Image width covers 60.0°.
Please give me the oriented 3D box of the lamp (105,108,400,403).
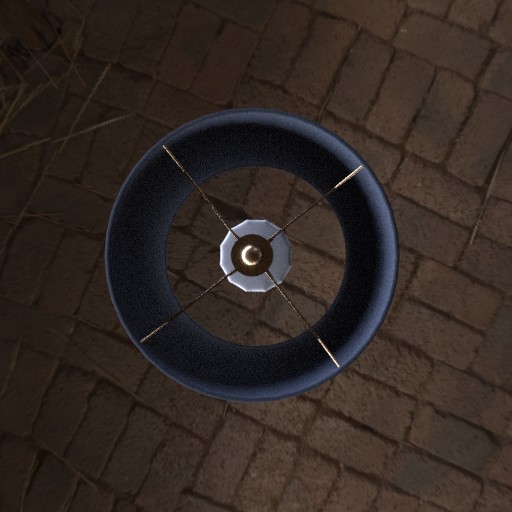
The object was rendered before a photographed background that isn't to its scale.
[{"bbox_3d":[0.000,0.000,0.683,0.277,0.537,0.277,0,90,1],"label":"lamp"}]
